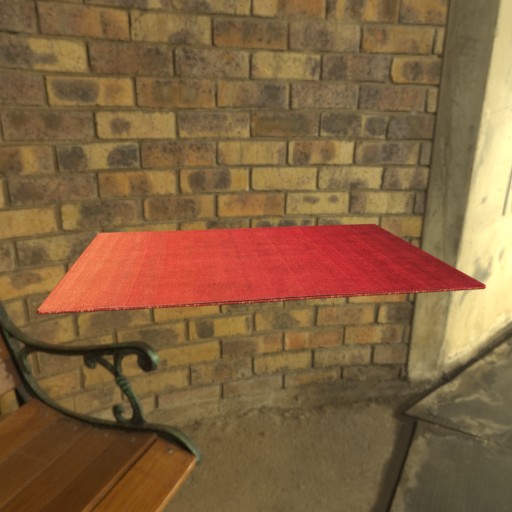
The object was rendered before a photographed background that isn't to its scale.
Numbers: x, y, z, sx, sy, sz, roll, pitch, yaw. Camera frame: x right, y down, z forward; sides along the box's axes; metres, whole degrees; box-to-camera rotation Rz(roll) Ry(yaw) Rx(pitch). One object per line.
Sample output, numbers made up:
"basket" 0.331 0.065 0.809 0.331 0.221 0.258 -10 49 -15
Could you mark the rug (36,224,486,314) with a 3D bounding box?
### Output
"rug" 0.000 0.000 2.344 1.835 0.018 1.230 -2 17 -8
